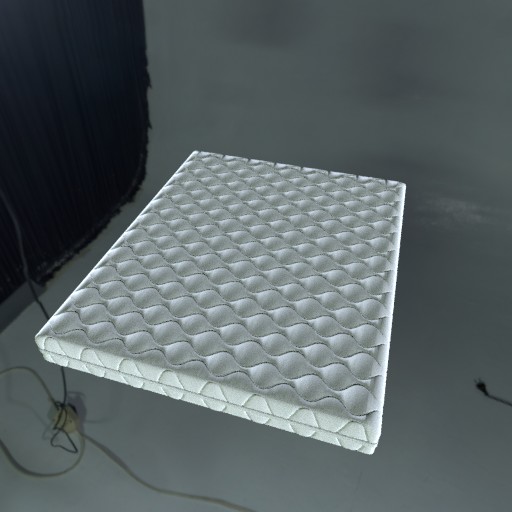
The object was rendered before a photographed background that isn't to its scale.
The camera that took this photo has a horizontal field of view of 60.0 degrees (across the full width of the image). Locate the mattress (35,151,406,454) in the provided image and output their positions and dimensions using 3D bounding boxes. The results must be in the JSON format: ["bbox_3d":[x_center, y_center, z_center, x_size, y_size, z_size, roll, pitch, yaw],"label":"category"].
[{"bbox_3d":[0.000,0.000,2.615,1.600,0.200,1.900,12,43,13],"label":"mattress"}]
